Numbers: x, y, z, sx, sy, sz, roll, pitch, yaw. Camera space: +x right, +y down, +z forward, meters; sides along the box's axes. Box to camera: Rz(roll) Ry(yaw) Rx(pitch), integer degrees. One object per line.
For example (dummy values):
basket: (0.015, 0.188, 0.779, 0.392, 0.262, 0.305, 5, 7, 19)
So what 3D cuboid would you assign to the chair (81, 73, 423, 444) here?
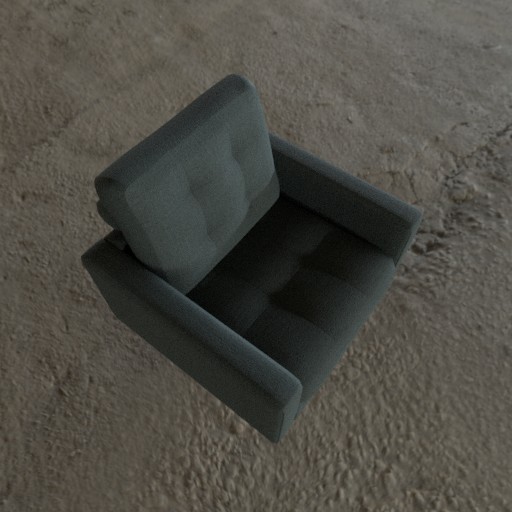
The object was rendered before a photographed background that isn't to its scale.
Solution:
chair: (0.000, 0.000, 1.527, 0.843, 0.880, 0.821, 33, 63, 19)
